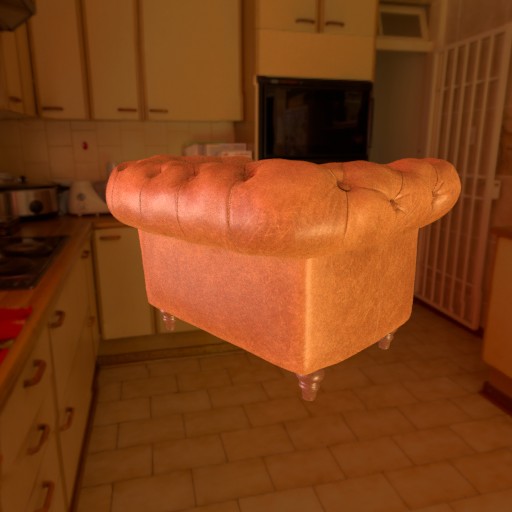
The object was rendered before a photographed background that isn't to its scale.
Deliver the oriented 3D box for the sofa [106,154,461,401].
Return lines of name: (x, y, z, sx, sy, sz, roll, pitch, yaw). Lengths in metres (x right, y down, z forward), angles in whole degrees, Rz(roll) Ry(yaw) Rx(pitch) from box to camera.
sofa: (0.000, 0.000, 1.985, 1.033, 0.878, 1.405, -13, 19, -43)
